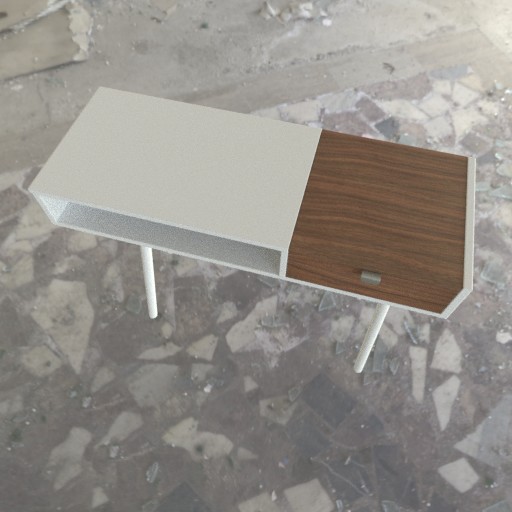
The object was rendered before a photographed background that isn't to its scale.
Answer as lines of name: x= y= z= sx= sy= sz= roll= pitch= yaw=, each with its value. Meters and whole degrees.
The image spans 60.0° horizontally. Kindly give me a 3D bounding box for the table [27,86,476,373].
table: x=0.000 y=0.000 z=1.452 sx=1.066 sy=0.785 sz=0.418 roll=13 pitch=60 yaw=8
